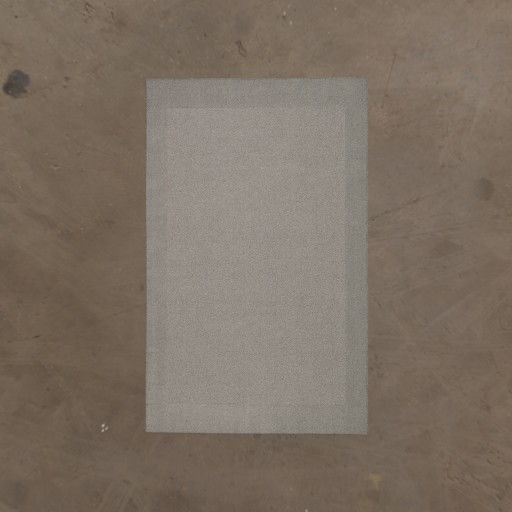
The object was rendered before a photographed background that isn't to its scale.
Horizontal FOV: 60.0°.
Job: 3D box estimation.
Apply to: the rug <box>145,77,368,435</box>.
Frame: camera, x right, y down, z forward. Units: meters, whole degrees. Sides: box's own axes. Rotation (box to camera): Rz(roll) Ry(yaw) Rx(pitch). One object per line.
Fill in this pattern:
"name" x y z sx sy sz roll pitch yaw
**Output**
"rug" 0.000 0.000 3.037 1.524 0.014 2.438 0 90 1
